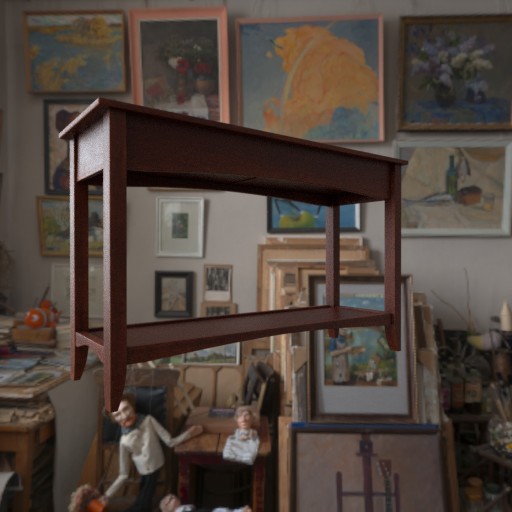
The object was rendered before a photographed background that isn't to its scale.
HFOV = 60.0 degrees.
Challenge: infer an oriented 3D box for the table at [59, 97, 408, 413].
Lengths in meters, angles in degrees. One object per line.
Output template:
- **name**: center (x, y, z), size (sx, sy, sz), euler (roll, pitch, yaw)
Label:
- **table**: center (0.000, 0.000, 1.531), size (1.188, 0.739, 0.392), euler (0, 0, -36)
